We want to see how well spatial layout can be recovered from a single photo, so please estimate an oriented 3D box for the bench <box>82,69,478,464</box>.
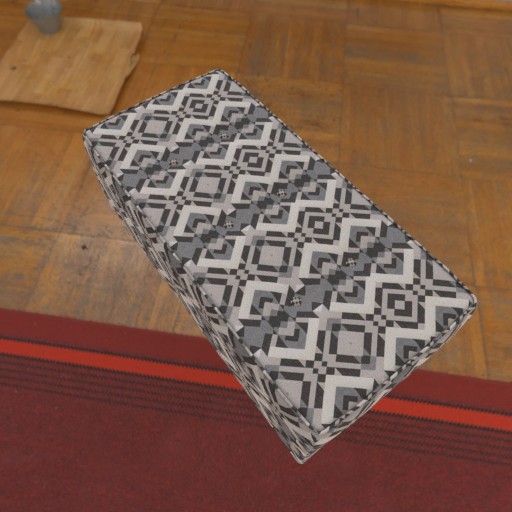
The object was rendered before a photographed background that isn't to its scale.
[{"bbox_3d":[0.000,0.000,1.278,0.492,0.477,1.016,-33,64,-18],"label":"bench"}]
